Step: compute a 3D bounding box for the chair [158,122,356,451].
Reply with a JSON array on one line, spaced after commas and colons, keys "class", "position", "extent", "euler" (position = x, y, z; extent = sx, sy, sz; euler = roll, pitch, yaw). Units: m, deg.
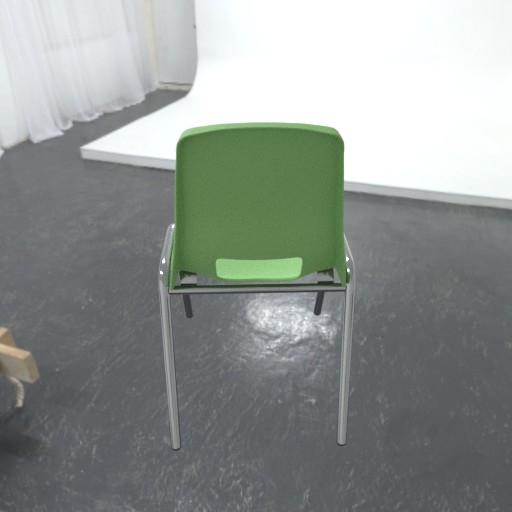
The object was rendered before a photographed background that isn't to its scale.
[{"class": "chair", "position": [0.000, 0.000, 0.908], "extent": [0.381, 0.653, 0.436], "euler": [-1, 32, -2]}]
